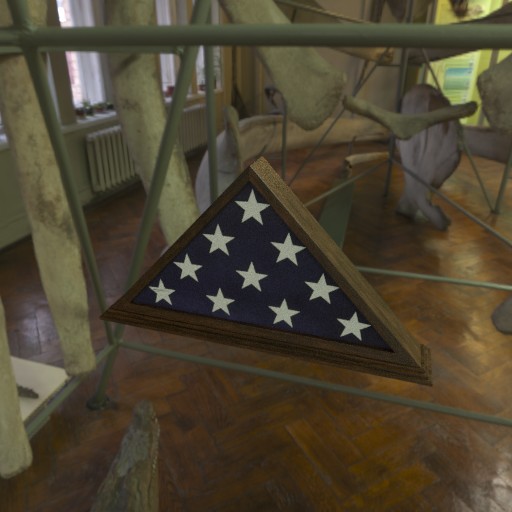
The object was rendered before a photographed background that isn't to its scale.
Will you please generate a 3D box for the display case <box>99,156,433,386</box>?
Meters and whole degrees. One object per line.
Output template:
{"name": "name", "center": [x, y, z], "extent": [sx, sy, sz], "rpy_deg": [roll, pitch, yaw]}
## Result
{"name": "display case", "center": [0.000, 0.000, 0.783], "extent": [0.640, 0.340, 0.095], "rpy_deg": [8, 27, 16]}
